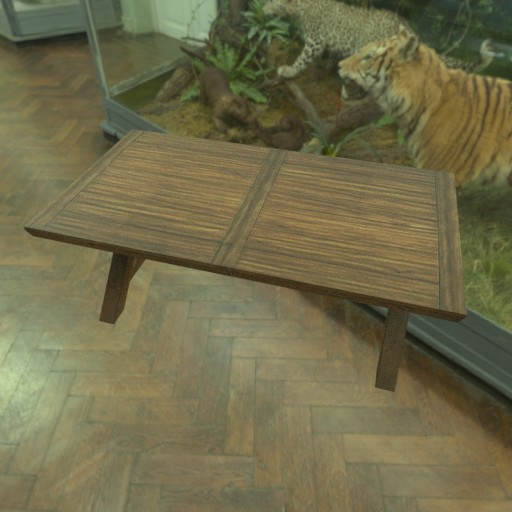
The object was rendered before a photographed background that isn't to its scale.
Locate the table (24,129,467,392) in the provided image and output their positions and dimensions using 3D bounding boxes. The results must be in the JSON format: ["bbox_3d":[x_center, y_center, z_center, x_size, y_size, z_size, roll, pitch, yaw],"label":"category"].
[{"bbox_3d":[0.000,0.000,2.525,1.966,0.793,1.071,11,42,12],"label":"table"}]
